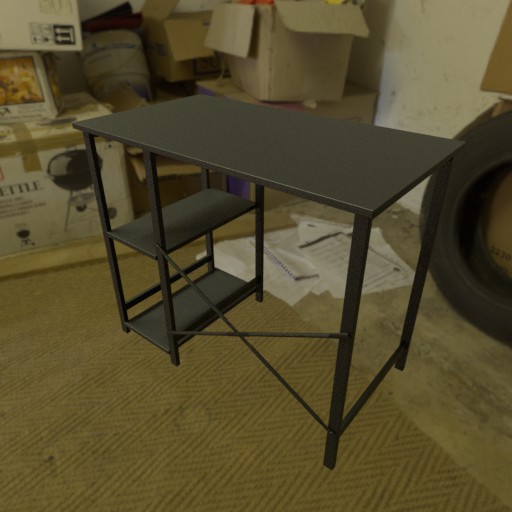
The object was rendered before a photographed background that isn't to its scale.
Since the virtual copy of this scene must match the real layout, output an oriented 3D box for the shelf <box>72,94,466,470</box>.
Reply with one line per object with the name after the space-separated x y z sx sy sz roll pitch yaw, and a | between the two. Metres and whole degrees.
0.000 0.000 1.336 0.902 0.749 0.498 23 38 32 | shelf
